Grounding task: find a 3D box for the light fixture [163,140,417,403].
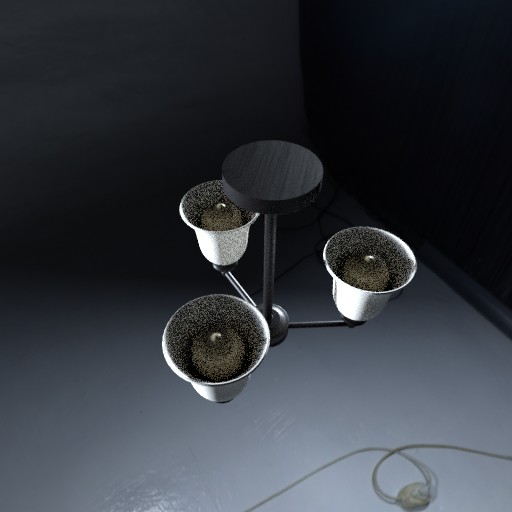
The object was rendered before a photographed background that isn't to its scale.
[{"bbox_3d":[0.000,0.000,0.682,0.388,0.370,0.354,-24,51,-21],"label":"light fixture"}]
